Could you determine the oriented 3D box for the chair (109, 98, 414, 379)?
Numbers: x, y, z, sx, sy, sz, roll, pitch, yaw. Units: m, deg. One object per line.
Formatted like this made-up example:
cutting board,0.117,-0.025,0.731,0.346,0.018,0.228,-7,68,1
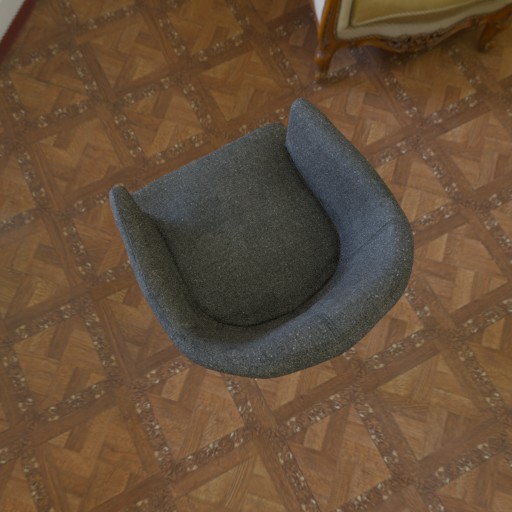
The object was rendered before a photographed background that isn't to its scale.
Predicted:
chair,0.000,0.000,1.239,0.583,0.811,0.655,-28,76,-7
